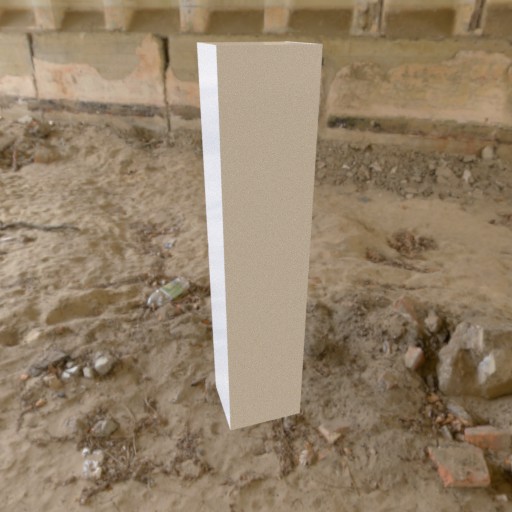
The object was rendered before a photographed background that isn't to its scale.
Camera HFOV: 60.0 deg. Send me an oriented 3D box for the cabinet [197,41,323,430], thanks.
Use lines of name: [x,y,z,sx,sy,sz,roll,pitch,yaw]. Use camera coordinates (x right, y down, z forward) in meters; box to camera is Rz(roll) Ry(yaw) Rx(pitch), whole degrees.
cabinet: [0.000,0.000,1.616,0.300,1.400,0.270,-8,28,-16]
